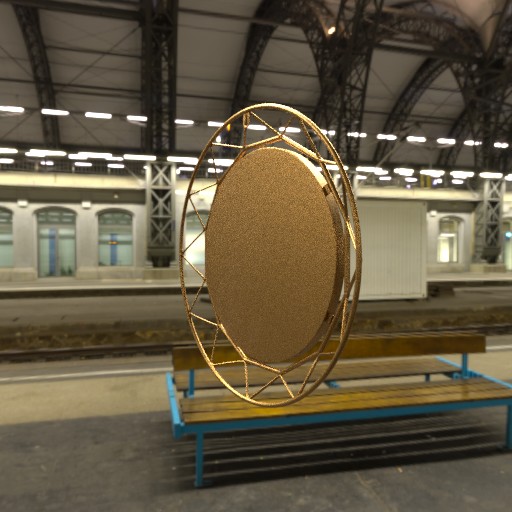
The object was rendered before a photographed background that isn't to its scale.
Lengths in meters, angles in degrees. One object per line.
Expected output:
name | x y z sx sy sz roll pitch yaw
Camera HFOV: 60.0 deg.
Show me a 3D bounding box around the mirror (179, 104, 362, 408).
mirror | 0.000 0.000 0.697 0.043 0.454 0.454 -1 2 -36
